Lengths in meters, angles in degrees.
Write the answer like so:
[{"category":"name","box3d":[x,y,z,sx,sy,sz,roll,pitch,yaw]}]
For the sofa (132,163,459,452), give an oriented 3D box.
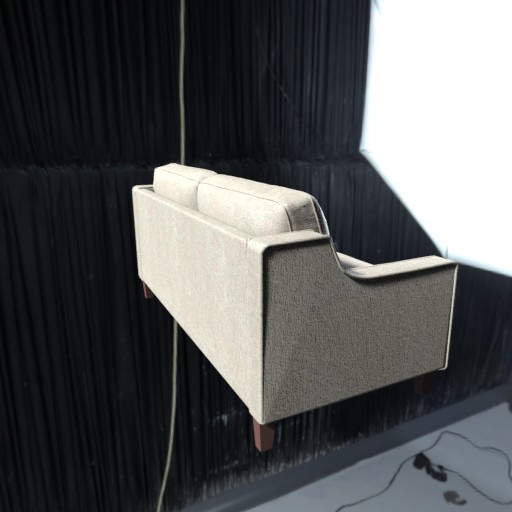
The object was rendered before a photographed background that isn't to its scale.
[{"category":"sofa","box3d":[0.000,0.000,2.798,1.073,1.074,2.181,-7,17,-26]}]
